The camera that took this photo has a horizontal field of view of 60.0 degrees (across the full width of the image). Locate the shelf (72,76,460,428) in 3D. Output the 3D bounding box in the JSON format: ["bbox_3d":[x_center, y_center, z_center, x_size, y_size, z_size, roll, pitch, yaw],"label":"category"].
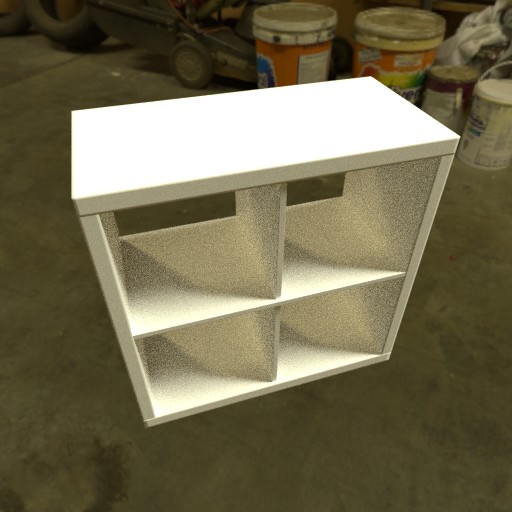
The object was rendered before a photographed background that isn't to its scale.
[{"bbox_3d":[0.000,0.000,1.252,0.790,0.786,0.390,-12,42,-13],"label":"shelf"}]
